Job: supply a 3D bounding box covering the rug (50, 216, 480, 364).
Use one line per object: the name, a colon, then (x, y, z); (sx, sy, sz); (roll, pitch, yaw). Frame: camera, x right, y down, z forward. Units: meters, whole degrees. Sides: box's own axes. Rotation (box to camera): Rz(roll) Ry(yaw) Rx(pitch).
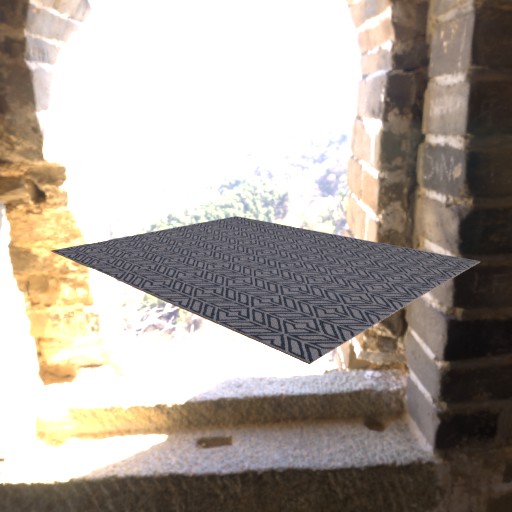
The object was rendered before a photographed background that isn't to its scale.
rug: (0.000, 0.000, 3.996); (3.045, 0.008, 2.421); (15, 21, 42)
